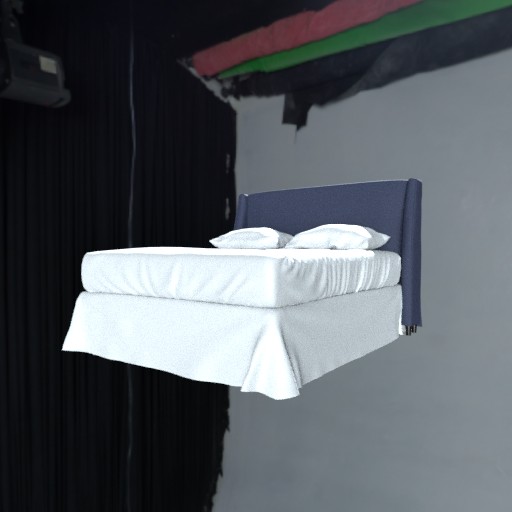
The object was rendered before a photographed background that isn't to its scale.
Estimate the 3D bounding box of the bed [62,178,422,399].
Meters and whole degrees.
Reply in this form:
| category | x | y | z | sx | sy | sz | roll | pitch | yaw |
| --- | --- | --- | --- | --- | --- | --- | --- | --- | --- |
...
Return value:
| category | x | y | z | sx | sy | sz | roll | pitch | yaw |
| --- | --- | --- | --- | --- | --- | --- | --- | --- | --- |
| bed | 0.000 | 0.000 | 3.462 | 1.925 | 1.332 | 2.276 | 1 | 1 | 36 |
